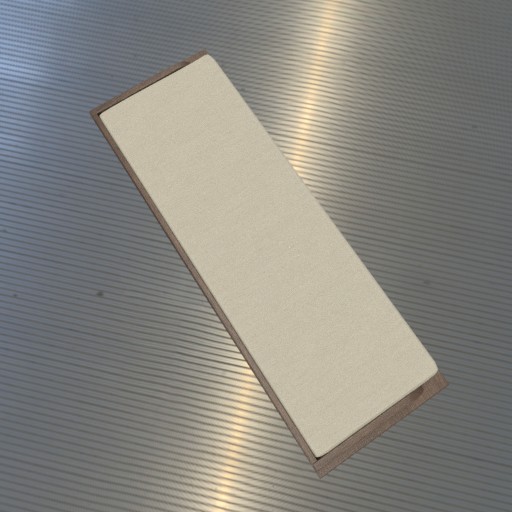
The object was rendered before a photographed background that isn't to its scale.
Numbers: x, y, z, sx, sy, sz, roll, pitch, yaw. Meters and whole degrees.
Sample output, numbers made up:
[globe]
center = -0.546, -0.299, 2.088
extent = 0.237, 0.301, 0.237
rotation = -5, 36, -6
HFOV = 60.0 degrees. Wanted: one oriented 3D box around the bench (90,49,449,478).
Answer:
[bench]
center = 0.000, 0.000, 1.413
extent = 0.402, 0.501, 1.185
rotation = -32, 79, -7
